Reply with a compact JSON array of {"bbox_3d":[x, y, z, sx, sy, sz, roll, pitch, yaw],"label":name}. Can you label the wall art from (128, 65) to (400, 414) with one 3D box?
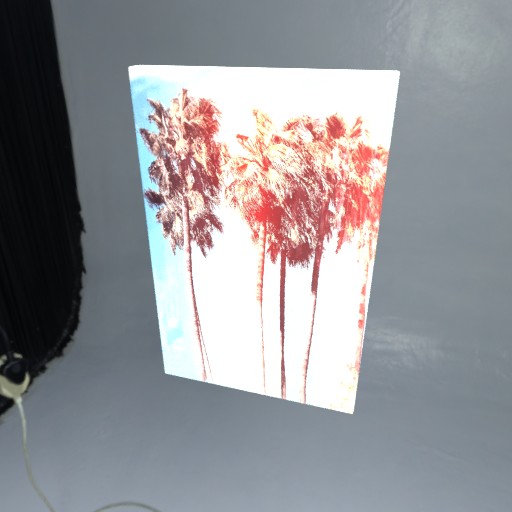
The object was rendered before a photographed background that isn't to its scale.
[{"bbox_3d":[0.000,0.000,0.781,0.401,0.610,0.038,8,28,15],"label":"wall art"}]
